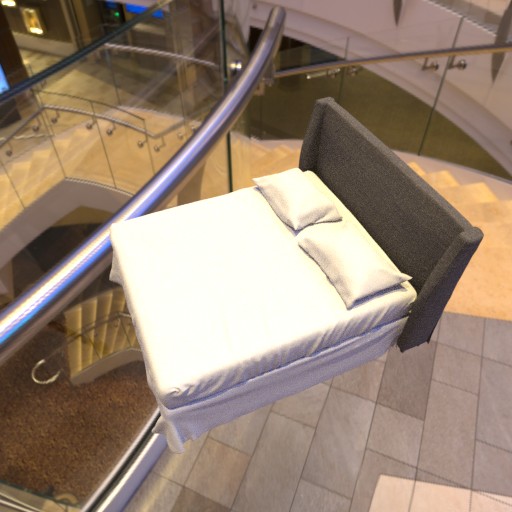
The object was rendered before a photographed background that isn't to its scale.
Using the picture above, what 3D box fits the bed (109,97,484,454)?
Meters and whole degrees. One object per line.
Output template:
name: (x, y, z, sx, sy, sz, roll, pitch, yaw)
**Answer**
bed: (0.000, 0.000, 3.476, 2.276, 1.332, 1.925, -18, 50, -16)
